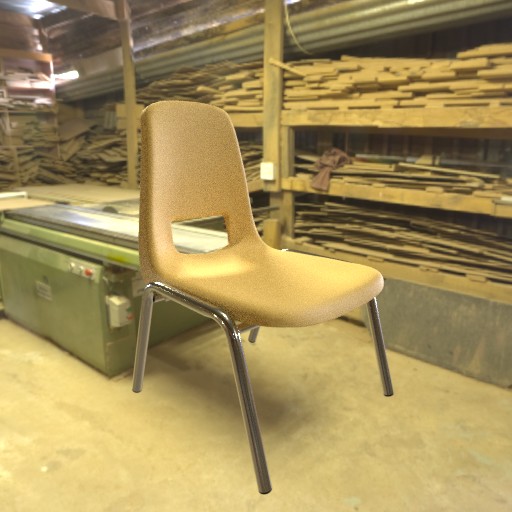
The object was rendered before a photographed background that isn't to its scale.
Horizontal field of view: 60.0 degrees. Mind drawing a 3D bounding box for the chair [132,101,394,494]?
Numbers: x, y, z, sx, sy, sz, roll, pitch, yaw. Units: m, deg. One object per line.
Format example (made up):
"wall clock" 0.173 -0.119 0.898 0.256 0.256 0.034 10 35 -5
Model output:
"chair" 0.000 0.000 0.776 0.385 0.536 0.354 13 19 43
